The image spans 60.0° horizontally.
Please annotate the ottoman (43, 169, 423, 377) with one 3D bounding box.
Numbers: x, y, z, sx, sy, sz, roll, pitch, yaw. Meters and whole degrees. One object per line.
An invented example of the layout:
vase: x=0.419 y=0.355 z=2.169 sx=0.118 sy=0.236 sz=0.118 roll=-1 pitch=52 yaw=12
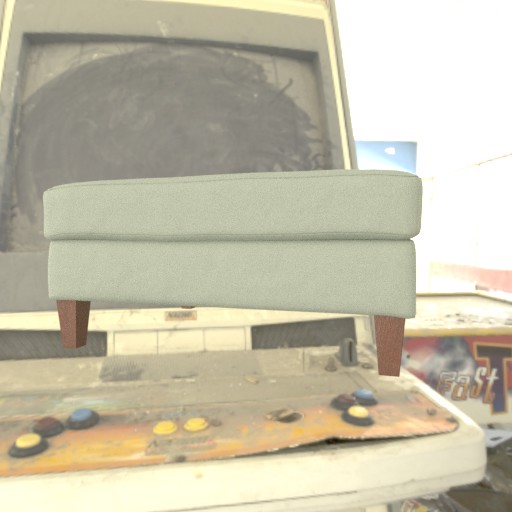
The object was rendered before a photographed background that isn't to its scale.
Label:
ottoman: x=0.000 y=0.000 z=1.460 sx=0.991 sy=0.494 sz=0.842 roll=1 pitch=2 yaw=17
